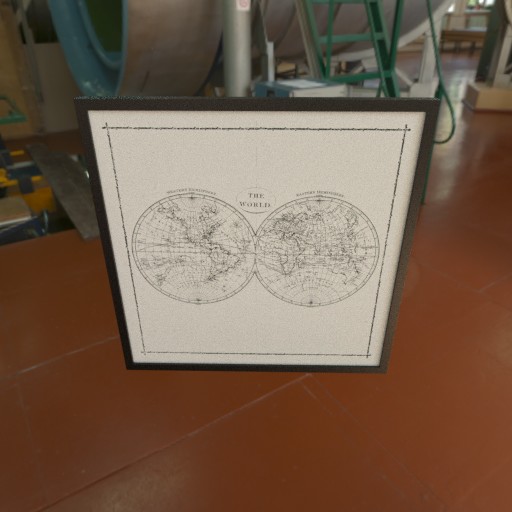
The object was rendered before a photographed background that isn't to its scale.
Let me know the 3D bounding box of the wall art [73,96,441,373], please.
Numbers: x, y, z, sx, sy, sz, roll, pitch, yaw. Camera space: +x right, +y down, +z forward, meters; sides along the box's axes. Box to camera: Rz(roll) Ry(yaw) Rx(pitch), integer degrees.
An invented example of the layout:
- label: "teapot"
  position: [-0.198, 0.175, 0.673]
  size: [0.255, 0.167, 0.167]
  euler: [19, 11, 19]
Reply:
- label: "wall art"
  position: [0.000, 0.000, 1.137]
  size: [0.773, 0.775, 0.031]
  euler: [1, 30, 1]
